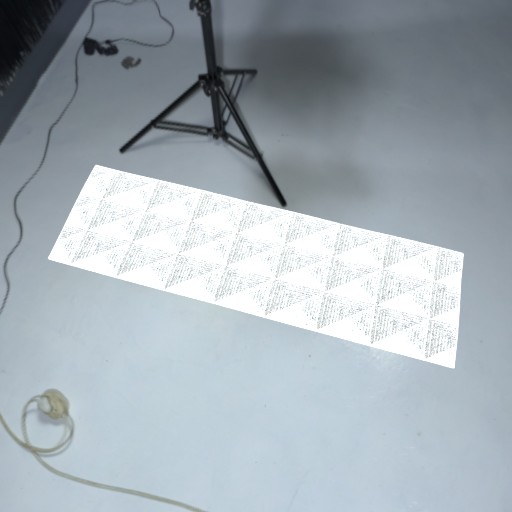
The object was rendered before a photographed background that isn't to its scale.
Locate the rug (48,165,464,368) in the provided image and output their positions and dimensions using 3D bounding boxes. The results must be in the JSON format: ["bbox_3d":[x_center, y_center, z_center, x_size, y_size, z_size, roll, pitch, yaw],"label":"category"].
[{"bbox_3d":[0.000,0.000,2.407,2.182,0.015,0.645,14,66,7],"label":"rug"}]
